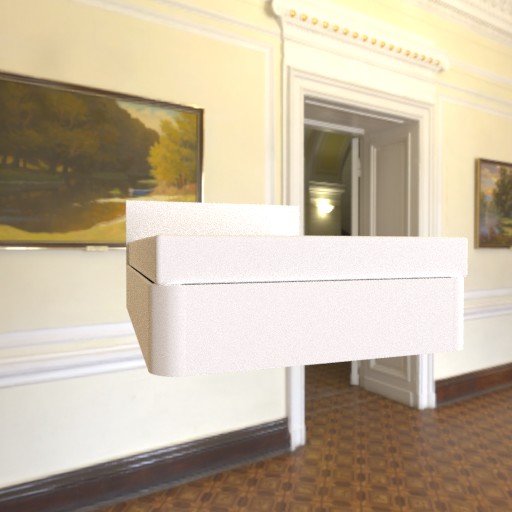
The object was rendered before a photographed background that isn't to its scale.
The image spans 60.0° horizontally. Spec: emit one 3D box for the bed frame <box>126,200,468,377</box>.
[{"bbox_3d":[0.000,0.000,2.627,1.400,0.800,1.900,0,1,-19],"label":"bed frame"}]
